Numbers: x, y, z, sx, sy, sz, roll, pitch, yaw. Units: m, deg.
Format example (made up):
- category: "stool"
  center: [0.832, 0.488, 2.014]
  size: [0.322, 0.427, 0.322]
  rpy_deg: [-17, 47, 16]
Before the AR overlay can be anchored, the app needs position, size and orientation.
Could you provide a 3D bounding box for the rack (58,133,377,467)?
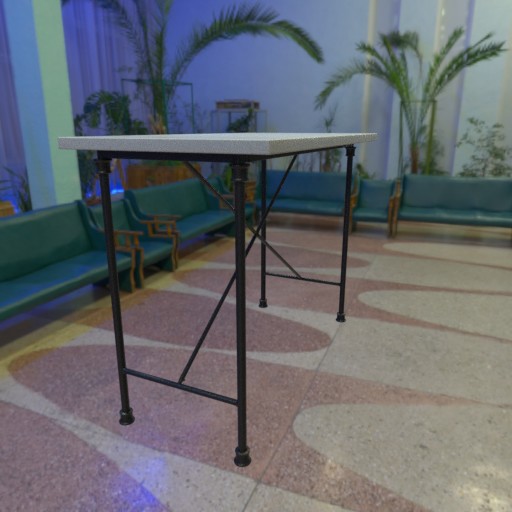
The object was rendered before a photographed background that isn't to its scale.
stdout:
- category: "rack"
  center: [0.000, 0.000, 1.669]
  size: [0.613, 0.880, 1.159]
  rpy_deg: [8, 18, 24]
